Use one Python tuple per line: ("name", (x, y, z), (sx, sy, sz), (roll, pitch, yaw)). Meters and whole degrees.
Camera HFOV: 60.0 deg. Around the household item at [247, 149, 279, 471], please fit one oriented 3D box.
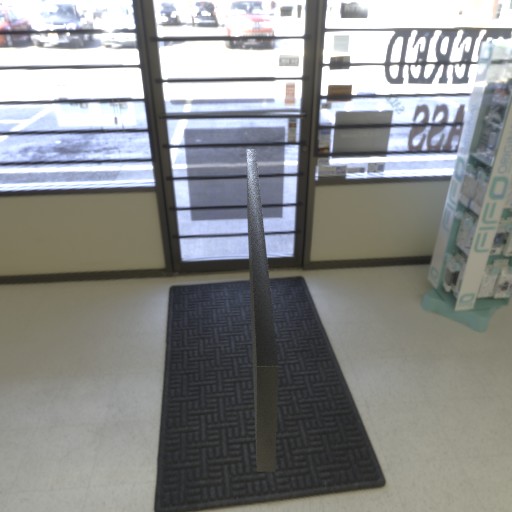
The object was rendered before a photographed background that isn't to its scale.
("household item", (0.000, 0.000, 1.101), (0.030, 0.236, 1.001), (-1, 30, -2))
